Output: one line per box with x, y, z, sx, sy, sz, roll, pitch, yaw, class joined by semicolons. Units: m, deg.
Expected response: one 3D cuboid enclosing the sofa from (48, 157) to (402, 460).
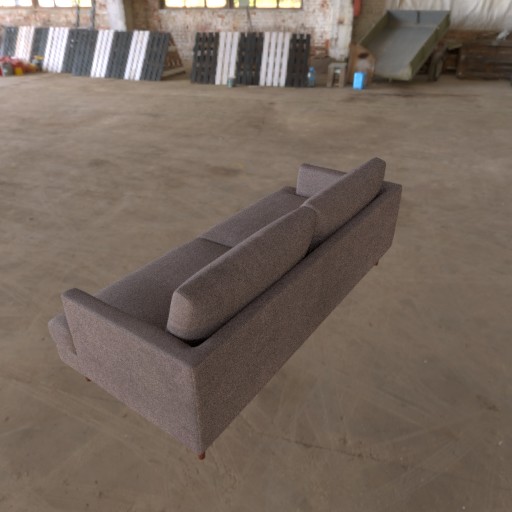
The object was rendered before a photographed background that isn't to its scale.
0.000;0.000;2.761;1.020;0.868;2.250;20;36;30;sofa
